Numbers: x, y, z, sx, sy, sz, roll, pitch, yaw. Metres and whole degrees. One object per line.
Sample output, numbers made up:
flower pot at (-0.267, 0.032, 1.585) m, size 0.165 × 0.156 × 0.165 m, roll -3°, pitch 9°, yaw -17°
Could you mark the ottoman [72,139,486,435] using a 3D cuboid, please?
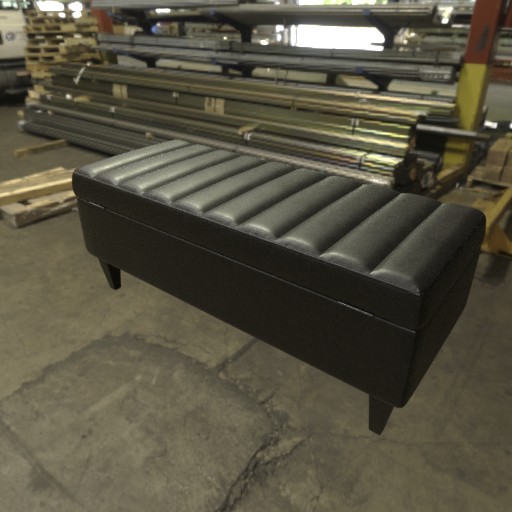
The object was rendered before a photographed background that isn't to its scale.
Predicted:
ottoman at (0.000, 0.000, 1.367) m, size 1.151 × 0.469 × 0.482 m, roll 21°, pitch 36°, yaw 32°
